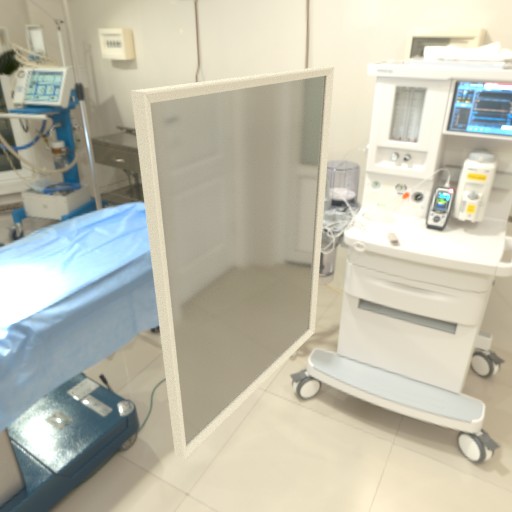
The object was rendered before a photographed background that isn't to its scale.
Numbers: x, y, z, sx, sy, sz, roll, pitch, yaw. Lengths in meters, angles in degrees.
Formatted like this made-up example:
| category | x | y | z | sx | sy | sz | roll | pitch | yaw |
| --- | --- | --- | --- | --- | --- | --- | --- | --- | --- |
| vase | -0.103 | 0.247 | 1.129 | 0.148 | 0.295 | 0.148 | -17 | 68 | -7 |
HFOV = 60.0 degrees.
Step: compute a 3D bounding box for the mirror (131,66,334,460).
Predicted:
| category | x | y | z | sx | sy | sz | roll | pitch | yaw |
| --- | --- | --- | --- | --- | --- | --- | --- | --- | --- |
| mirror | 0.000 | 0.000 | 1.344 | 0.041 | 1.016 | 0.762 | 19 | 33 | 32 |
